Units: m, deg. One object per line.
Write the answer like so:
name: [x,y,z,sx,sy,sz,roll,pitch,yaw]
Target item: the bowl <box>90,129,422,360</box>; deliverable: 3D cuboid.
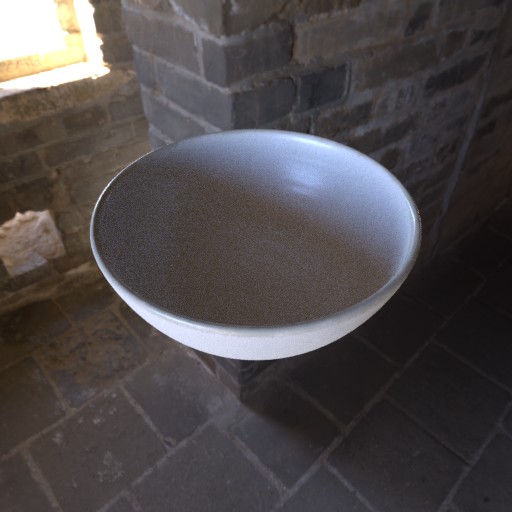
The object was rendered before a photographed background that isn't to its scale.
bowl: [0.000,0.000,0.410,0.268,0.121,0.268,0,43,0]
